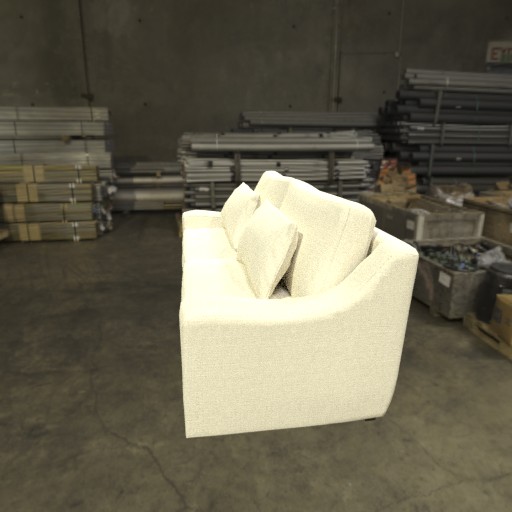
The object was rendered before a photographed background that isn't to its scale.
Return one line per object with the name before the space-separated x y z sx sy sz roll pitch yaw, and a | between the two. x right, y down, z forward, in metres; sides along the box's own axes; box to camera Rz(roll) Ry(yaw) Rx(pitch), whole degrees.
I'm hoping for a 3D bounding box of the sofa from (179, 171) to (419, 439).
sofa | 0.000 0.000 3.008 1.009 1.022 2.470 -2 16 -8
